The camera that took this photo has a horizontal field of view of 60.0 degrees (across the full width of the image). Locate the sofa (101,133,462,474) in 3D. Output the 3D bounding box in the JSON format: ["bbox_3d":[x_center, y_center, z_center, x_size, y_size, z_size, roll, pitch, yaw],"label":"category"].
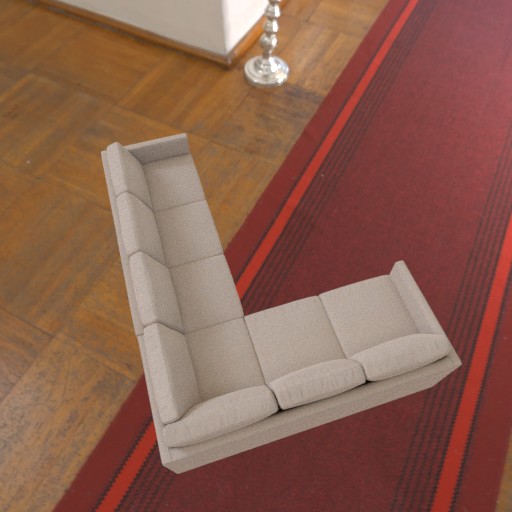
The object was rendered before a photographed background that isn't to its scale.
[{"bbox_3d":[0.000,0.000,4.295,2.432,0.871,3.182,-15,60,-9],"label":"sofa"}]
